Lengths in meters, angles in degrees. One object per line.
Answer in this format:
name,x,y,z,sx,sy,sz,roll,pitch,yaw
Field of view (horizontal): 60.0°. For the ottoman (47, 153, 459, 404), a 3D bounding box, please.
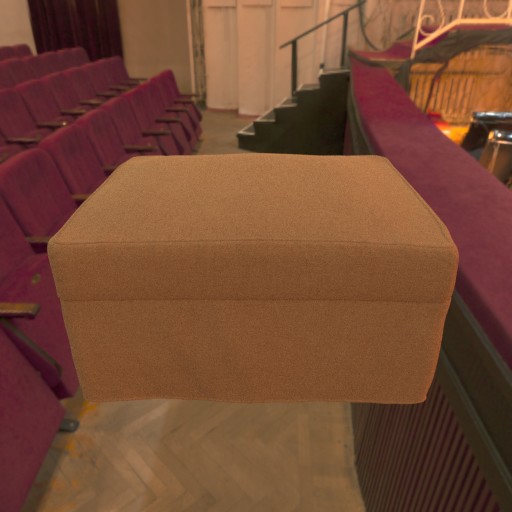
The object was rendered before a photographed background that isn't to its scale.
ottoman,0.000,0.000,1.225,0.833,0.485,0.650,0,29,0
